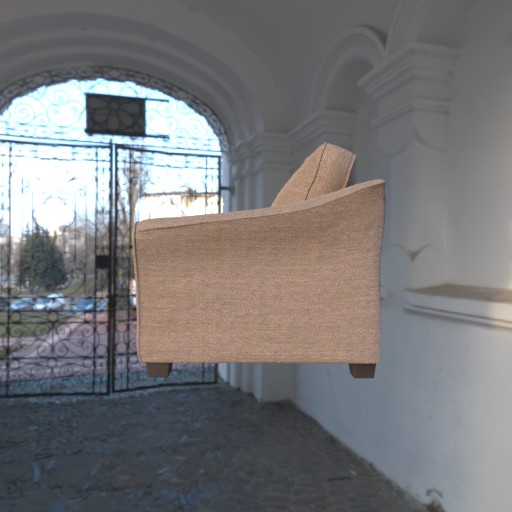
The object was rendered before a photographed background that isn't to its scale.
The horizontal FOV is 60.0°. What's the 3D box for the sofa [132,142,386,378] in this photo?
[{"bbox_3d":[0.000,0.000,2.755,0.980,0.965,2.270,0,0,0],"label":"sofa"}]
